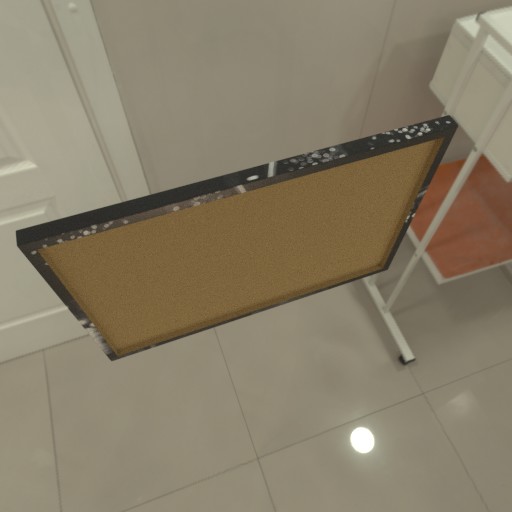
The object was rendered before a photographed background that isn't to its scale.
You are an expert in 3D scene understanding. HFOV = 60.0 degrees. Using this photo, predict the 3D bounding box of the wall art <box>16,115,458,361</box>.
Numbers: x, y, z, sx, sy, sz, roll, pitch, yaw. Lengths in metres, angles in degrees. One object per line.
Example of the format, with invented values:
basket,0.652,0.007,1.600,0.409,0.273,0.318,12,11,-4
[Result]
wall art,0.000,0.000,1.133,0.914,0.609,0.038,-17,59,-11
